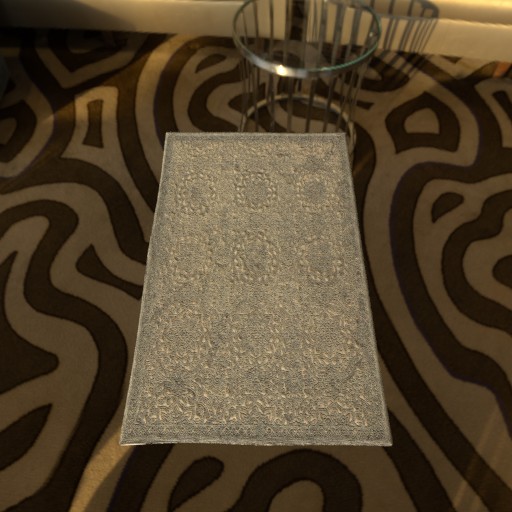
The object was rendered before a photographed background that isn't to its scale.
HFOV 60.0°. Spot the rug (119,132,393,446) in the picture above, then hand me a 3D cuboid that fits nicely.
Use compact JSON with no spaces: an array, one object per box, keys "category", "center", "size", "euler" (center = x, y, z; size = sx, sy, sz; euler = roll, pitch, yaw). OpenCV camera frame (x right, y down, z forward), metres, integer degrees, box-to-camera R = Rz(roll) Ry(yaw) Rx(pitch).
[{"category":"rug","center":[0.000,0.000,3.136],"size":[1.535,0.022,2.498],"euler":[0,58,0]}]
